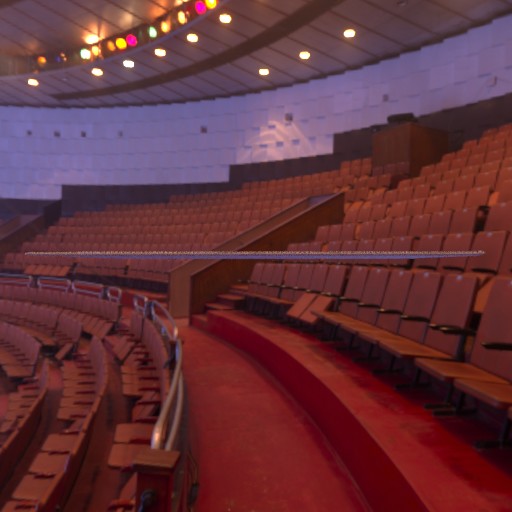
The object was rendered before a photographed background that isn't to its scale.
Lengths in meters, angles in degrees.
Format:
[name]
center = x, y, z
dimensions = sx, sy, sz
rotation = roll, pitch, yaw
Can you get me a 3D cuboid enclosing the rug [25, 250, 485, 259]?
[rug]
center = 0.000, 0.000, 3.096
dimensions = 2.438, 0.034, 1.521
rotation = 0, -1, 1
